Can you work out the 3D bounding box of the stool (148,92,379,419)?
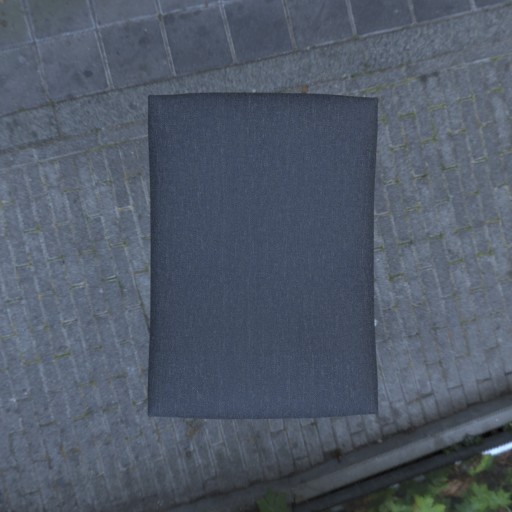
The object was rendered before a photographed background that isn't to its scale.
[{"bbox_3d":[0.000,0.000,0.997,0.366,0.748,0.502,0,90,-2],"label":"stool"}]
